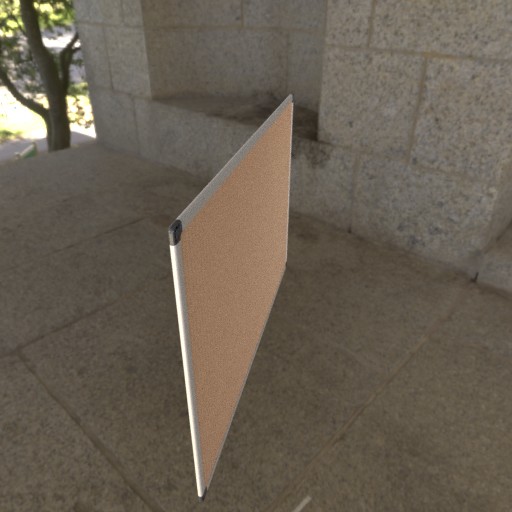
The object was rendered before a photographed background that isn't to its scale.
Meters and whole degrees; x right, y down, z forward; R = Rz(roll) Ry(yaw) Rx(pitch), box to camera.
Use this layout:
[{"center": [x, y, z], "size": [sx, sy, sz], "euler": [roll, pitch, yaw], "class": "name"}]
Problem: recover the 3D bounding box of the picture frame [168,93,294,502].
[{"center": [0.000, 0.000, 1.081], "size": [0.010, 0.600, 0.900], "euler": [7, 31, 12], "class": "picture frame"}]
